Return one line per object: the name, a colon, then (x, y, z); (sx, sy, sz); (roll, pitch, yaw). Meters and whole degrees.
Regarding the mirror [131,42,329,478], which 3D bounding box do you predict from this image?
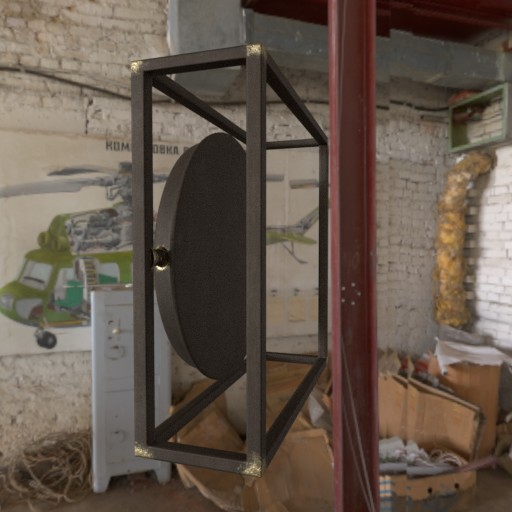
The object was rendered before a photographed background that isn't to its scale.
mirror: (0.000, 0.000, 0.470); (0.107, 0.303, 0.306); (1, 2, 18)
